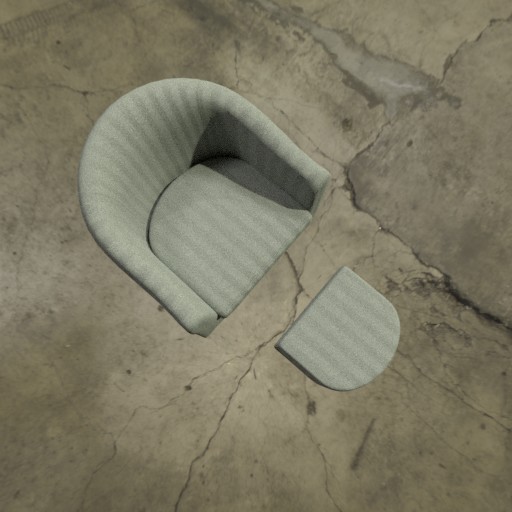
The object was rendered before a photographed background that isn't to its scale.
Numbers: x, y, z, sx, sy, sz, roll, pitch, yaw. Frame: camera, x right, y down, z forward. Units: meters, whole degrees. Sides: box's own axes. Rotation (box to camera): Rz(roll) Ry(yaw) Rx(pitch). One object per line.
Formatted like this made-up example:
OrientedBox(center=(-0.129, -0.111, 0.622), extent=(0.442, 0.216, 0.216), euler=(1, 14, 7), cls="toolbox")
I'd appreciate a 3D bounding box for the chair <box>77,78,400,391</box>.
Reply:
OrientedBox(center=(0.000, 0.000, 1.721), extent=(1.288, 0.757, 0.756), euler=(40, 80, 9), cls="chair")
